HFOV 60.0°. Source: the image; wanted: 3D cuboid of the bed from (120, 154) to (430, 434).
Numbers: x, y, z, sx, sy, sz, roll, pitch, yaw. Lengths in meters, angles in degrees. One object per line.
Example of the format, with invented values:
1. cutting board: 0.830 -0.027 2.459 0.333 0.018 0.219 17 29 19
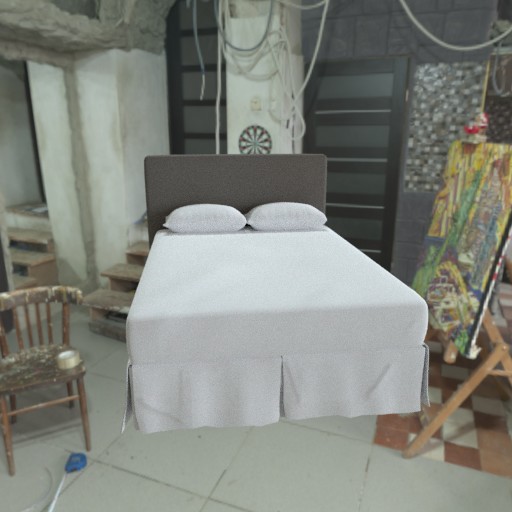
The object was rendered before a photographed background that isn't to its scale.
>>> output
1. bed: 0.000 0.000 3.213 1.723 1.330 2.142 -2 16 -7
